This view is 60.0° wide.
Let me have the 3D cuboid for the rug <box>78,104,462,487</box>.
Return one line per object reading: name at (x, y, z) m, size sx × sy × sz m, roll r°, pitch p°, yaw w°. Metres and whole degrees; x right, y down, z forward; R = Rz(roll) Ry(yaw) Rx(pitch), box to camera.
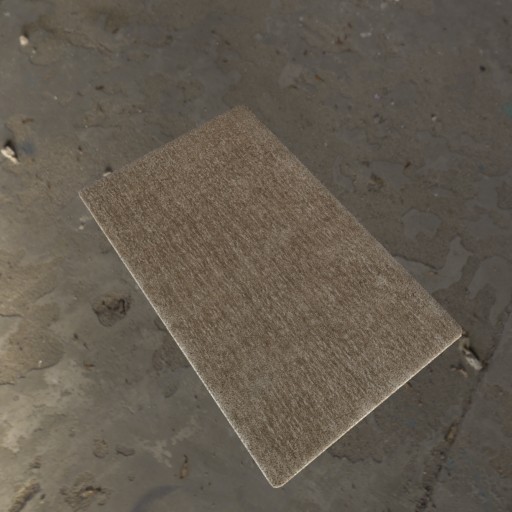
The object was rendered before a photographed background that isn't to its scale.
rug at (0.000, 0.000, 3.088) m, size 1.539 × 0.024 × 2.469 m, roll -33°, pitch 68°, yaw -15°
